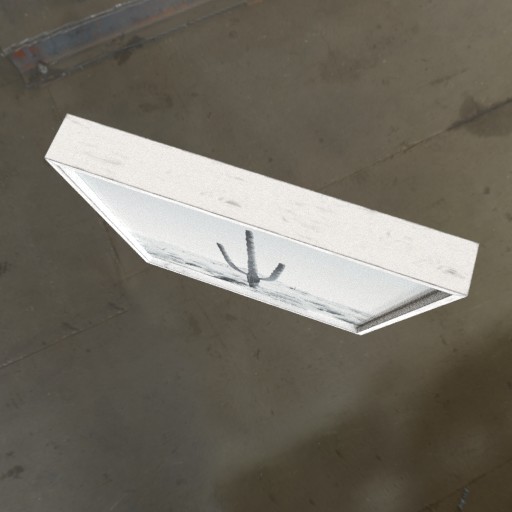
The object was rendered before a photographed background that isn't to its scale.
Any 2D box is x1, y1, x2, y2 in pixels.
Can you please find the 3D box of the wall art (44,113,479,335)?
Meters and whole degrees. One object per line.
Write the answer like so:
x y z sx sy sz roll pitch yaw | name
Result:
0.000 0.000 0.453 0.305 0.305 0.038 18 76 5 | wall art
